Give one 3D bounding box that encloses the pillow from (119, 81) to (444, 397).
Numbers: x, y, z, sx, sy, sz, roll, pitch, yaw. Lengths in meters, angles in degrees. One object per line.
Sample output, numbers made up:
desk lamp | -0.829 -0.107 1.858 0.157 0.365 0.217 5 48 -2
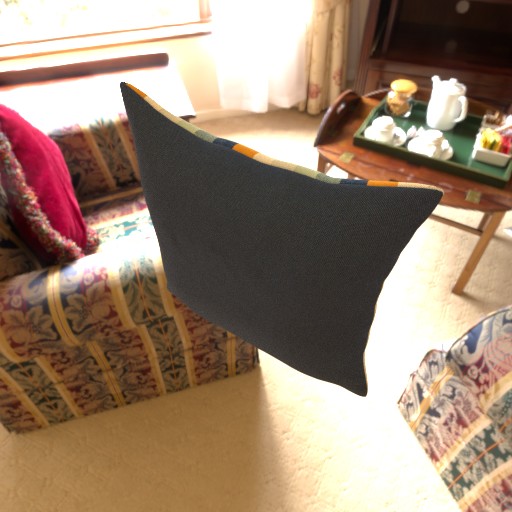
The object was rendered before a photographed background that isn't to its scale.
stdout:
pillow | 0.000 0.000 0.705 0.463 0.454 0.173 25 51 22
